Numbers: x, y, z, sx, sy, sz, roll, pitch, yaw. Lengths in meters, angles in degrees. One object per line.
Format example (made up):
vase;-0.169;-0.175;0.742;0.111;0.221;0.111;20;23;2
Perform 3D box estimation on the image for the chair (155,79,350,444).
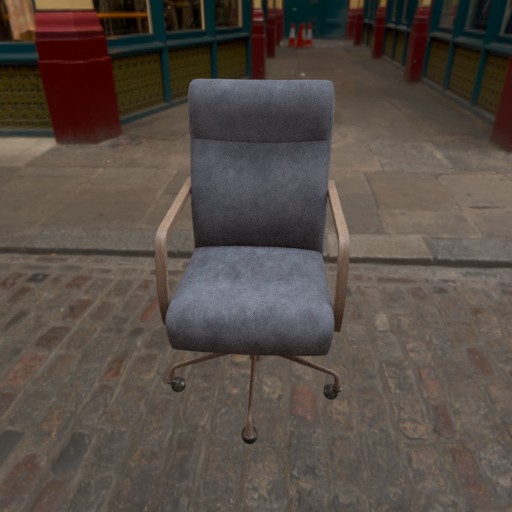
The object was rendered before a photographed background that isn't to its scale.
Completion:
chair;0.000;0.000;1.490;0.640;1.029;0.741;2;30;3
